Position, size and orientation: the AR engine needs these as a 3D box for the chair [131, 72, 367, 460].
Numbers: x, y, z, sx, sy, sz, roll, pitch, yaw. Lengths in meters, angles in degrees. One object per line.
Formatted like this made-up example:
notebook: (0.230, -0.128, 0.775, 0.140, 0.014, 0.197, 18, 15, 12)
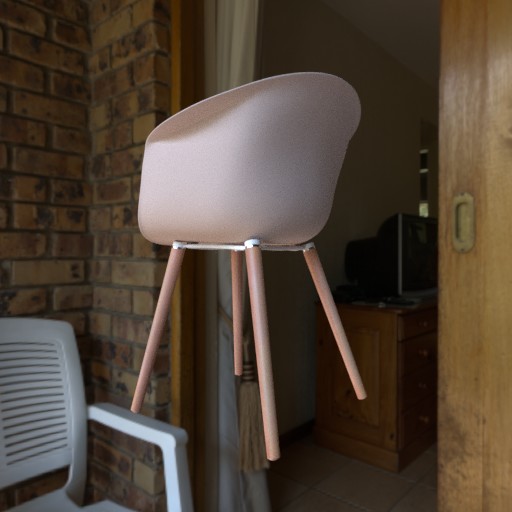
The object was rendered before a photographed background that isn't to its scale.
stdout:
chair: (0.000, 0.000, 1.142, 0.504, 0.781, 0.593, 0, 1, 36)
